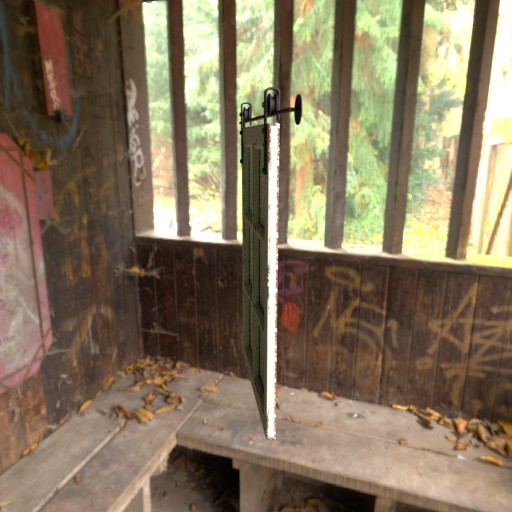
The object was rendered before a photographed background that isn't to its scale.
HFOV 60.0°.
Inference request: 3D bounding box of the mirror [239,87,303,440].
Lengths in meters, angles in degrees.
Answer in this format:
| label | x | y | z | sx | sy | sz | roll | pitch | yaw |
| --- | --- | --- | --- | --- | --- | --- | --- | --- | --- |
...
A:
| label | x | y | z | sx | sy | sz | roll | pitch | yaw |
| --- | --- | --- | --- | --- | --- | --- | --- | --- | --- |
| mirror | 0.000 | 0.000 | 1.240 | 0.037 | 0.844 | 0.808 | -2 | 15 | -9 |
